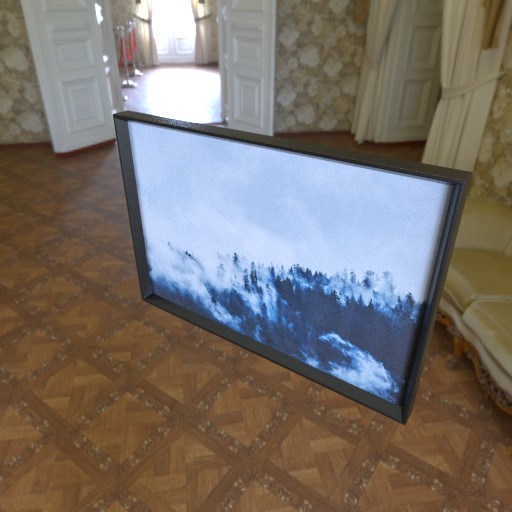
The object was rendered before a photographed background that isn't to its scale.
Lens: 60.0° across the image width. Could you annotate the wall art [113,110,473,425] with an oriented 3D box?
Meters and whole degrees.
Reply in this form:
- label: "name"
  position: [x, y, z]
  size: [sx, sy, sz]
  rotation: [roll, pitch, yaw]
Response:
- label: "wall art"
  position: [0.000, 0.000, 1.192]
  size: [0.939, 0.640, 0.058]
  rotation: [19, 35, 29]
